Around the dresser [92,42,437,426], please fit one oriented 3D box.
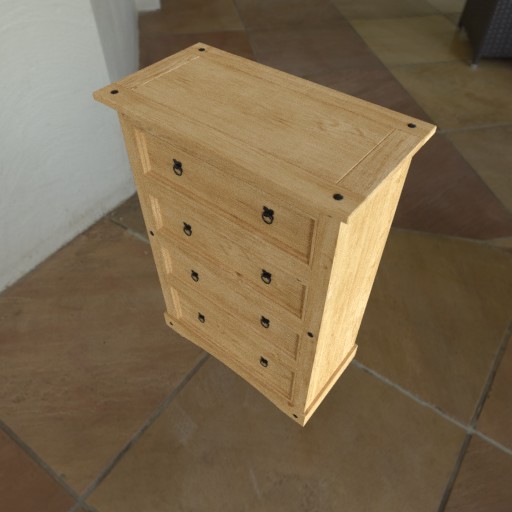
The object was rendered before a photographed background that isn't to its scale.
[{"bbox_3d":[0.000,0.000,1.785,0.915,1.300,0.485,30,54,25],"label":"dresser"}]
